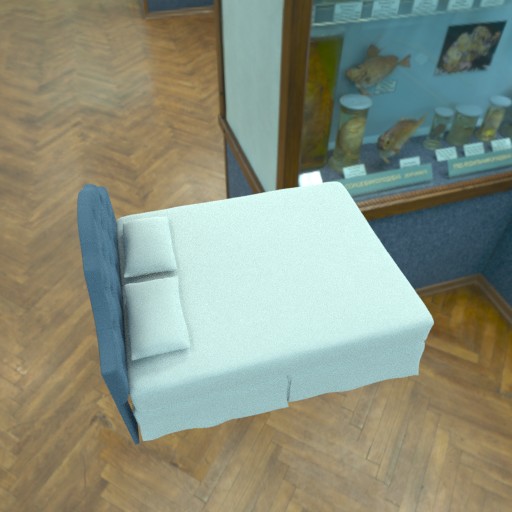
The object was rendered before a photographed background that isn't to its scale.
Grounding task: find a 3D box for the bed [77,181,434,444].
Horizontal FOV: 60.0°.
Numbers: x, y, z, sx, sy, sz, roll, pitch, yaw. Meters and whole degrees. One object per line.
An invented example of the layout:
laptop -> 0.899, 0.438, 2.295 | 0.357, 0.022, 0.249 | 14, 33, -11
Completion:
bed -> 0.000, 0.000, 3.755 | 2.477, 1.617, 2.039 | -11, 47, -11
